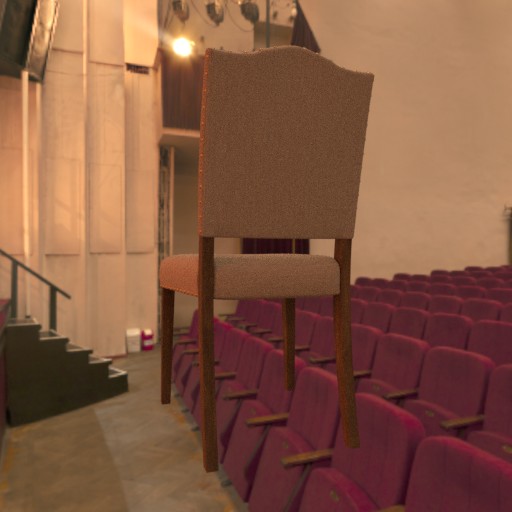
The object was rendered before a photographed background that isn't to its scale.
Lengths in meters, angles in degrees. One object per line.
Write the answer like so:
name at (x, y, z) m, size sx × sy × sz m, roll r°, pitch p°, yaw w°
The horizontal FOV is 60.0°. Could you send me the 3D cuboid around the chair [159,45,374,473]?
chair at (0.000, 0.000, 1.342) m, size 0.508 × 1.020 × 0.620 m, roll 0°, pitch 0°, yaw -19°
